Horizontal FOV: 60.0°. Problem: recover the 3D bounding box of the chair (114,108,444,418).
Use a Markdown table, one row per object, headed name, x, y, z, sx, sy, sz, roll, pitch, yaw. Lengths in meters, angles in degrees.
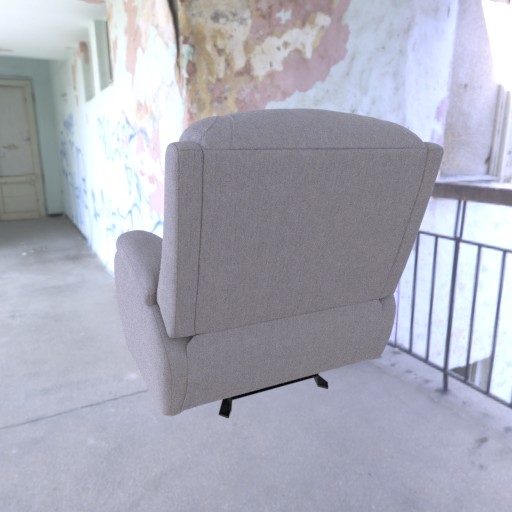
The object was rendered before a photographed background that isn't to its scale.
| name | x | y | z | sx | sy | sz | roll | pitch | yaw |
| --- | --- | --- | --- | --- | --- | --- | --- | --- | --- |
| chair | 0.000 | 0.000 | 1.660 | 0.930 | 1.011 | 0.899 | -7 | 16 | -26 |
